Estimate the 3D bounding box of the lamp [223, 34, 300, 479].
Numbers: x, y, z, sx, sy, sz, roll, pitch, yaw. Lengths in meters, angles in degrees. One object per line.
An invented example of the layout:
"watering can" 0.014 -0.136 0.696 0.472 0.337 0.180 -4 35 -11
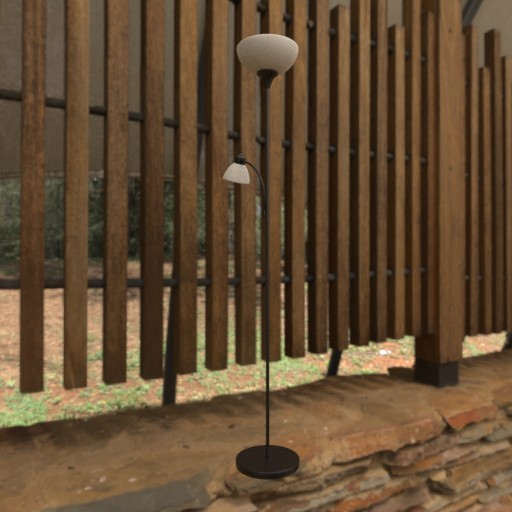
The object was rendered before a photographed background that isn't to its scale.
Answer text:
"lamp" 0.000 0.000 1.997 0.279 1.804 0.442 1 -1 -36
